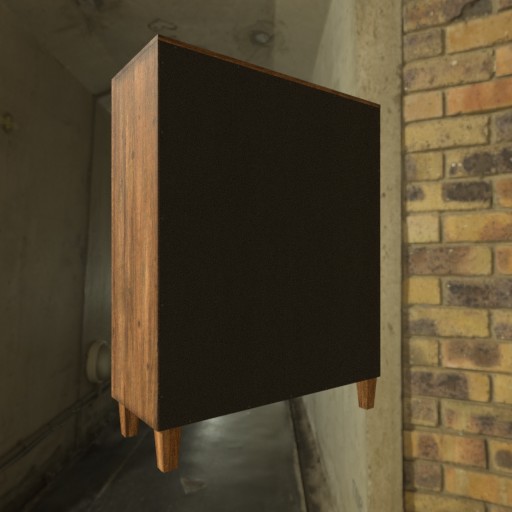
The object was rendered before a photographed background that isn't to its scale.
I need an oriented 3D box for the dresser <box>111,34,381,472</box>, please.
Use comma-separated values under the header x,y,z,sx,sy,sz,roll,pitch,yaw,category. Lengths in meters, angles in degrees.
x,y,z,sx,sy,sz,roll,pitch,yaw,category
0.000,0.000,1.849,1.067,1.359,0.438,0,0,-36,dresser
